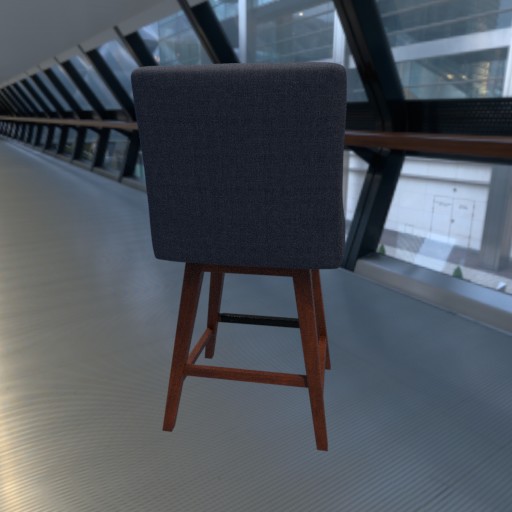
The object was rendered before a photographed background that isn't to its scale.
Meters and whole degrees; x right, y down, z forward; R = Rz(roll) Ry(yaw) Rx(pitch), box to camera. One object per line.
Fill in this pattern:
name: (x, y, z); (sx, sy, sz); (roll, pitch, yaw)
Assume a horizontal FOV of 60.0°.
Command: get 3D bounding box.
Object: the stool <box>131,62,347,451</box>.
stool: (0.000, 0.000, 1.186); (0.467, 0.895, 0.524); (3, 17, 10)
